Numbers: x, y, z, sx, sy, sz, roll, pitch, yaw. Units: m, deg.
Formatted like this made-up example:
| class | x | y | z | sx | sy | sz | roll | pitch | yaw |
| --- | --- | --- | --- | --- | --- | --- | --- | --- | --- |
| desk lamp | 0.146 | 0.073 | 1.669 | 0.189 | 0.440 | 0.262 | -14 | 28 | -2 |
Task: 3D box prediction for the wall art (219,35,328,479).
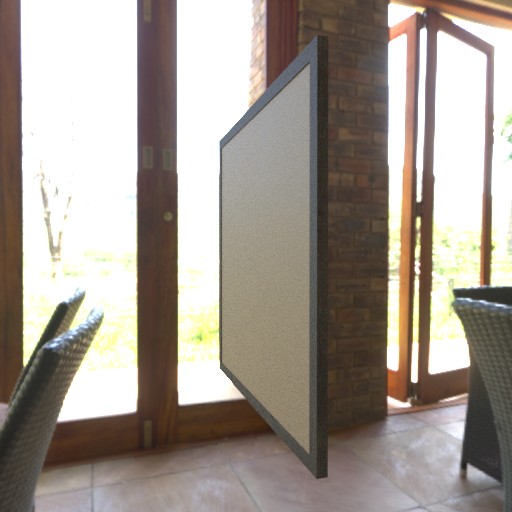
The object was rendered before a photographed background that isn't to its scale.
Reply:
| class | x | y | z | sx | sy | sz | roll | pitch | yaw |
| --- | --- | --- | --- | --- | --- | --- | --- | --- | --- |
| wall art | 0.000 | 0.000 | 0.675 | 0.013 | 0.457 | 0.457 | 0 | 1 | -17 |
